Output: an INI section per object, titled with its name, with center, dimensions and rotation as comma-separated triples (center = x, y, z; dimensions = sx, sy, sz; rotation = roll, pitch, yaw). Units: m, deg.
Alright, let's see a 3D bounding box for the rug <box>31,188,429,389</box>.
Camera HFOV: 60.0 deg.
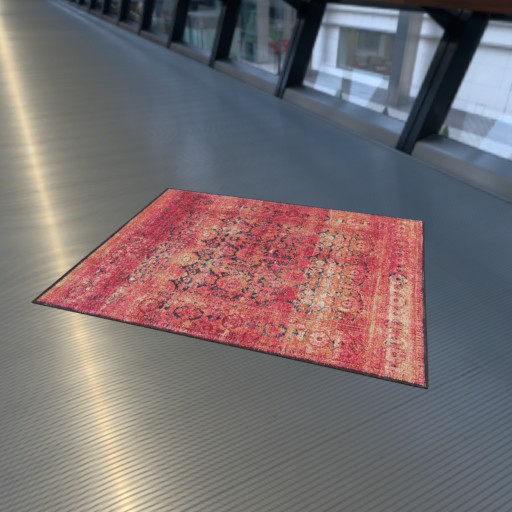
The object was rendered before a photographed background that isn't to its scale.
[rug]
center = 0.000, 0.000, 4.143
dimensions = 3.032, 0.020, 2.411
rotation = 9, 33, 14
